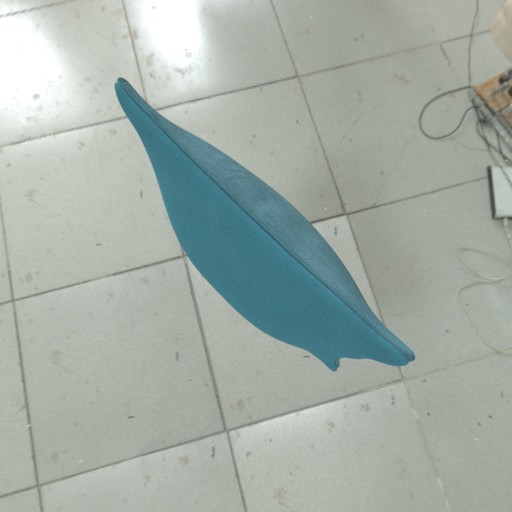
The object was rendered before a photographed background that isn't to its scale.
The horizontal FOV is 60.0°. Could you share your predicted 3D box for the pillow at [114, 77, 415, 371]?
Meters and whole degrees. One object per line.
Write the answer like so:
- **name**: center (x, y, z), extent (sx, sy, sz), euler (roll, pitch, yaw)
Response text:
- **pillow**: center (0.000, 0.000, 0.648), extent (0.151, 0.415, 0.433), euler (-44, 79, -10)
